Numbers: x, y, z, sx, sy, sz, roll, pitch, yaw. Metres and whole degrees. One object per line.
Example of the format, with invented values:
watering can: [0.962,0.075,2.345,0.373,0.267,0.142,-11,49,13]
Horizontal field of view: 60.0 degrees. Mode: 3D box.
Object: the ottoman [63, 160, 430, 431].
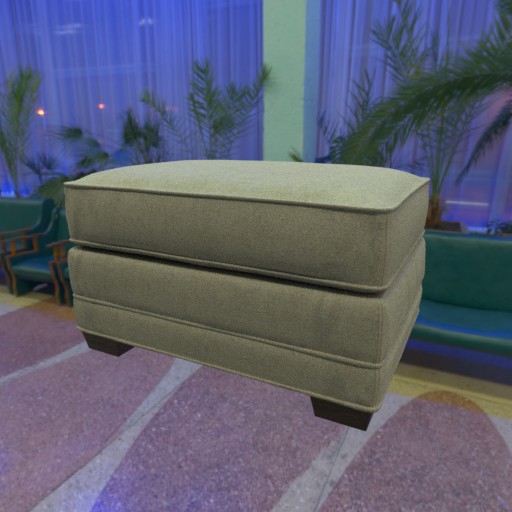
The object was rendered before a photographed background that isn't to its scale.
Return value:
ottoman: [0.000,0.000,1.238,0.848,0.508,0.611,8,18,26]
